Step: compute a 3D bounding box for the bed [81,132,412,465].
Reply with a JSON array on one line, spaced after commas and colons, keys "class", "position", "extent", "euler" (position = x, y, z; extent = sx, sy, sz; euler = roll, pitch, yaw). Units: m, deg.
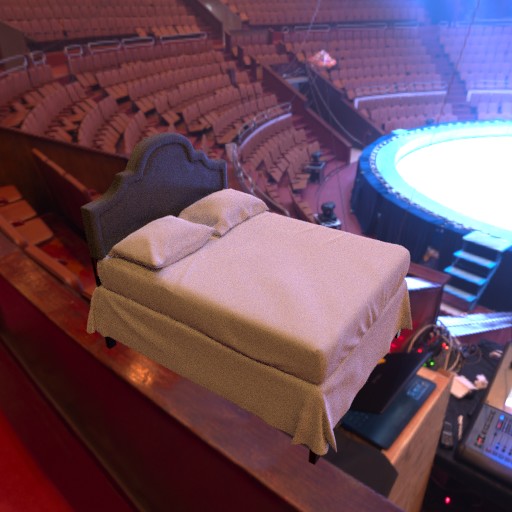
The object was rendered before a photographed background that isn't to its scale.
[{"class": "bed", "position": [0.000, 0.000, 3.438], "extent": [2.222, 1.634, 1.780], "euler": [18, 33, 30]}]
